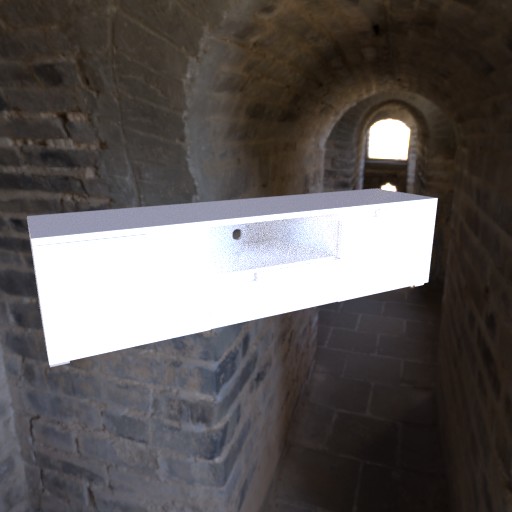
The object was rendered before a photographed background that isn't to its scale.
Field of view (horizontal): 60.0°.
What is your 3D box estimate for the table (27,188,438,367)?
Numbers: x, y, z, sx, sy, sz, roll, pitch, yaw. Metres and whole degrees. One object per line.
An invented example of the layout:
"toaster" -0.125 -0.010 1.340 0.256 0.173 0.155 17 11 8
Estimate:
"table" 0.000 0.000 1.851 1.650 0.420 0.390 -8 18 -27
